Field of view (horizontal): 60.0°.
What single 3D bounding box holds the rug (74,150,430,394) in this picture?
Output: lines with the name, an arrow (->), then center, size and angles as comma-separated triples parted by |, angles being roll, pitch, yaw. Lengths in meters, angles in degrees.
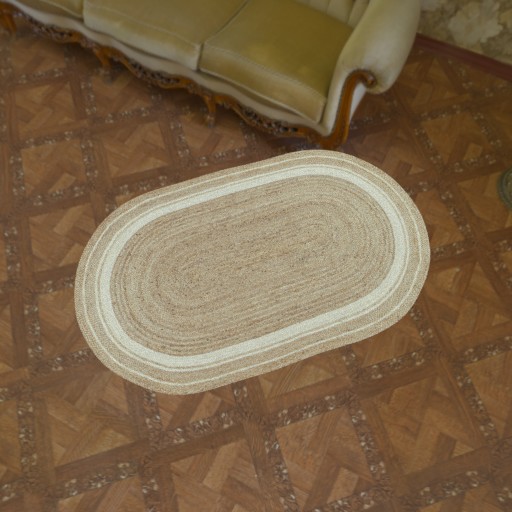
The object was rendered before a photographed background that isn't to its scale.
rug -> 0.000, 0.000, 3.002 | 2.432, 0.006, 1.520 | -17, 65, -8
